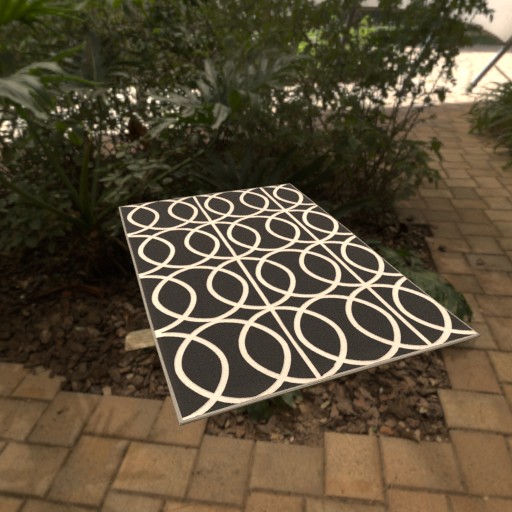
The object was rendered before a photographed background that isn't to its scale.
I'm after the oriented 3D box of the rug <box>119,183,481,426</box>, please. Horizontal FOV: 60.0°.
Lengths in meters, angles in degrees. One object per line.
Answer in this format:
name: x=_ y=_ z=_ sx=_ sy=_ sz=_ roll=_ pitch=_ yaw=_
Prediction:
rug: x=0.000 y=0.000 z=2.896 sx=1.528 sy=0.014 sz=2.294 roll=-11 pitch=31 yaw=-18
